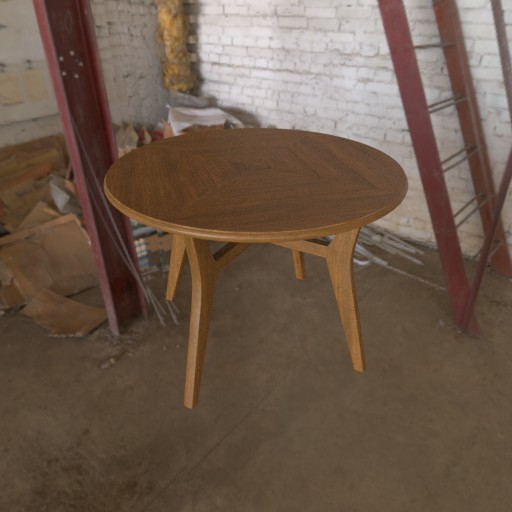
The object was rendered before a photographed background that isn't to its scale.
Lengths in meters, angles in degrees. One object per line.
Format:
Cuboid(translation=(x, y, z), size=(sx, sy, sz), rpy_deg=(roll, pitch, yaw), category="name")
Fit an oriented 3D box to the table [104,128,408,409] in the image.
Cuboid(translation=(0.000, 0.000, 1.785), size=(1.055, 0.757, 1.055), rpy_deg=(0, 31, 0), category="table")
